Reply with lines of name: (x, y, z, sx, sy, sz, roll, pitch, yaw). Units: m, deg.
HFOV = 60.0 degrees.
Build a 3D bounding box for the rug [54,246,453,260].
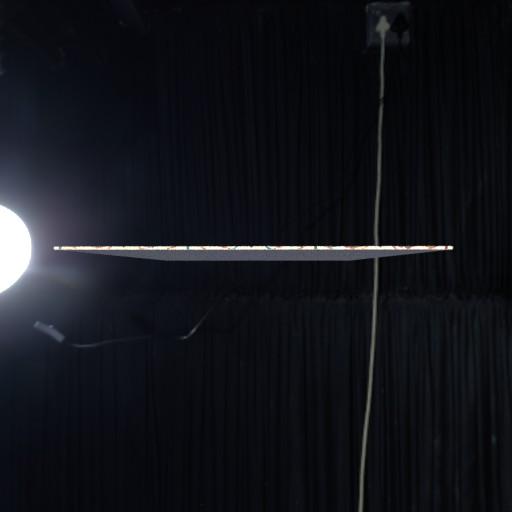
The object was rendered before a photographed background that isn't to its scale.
rug: (0.000, 0.000, 4.307, 2.446, 0.020, 3.215, 0, -2, 1)
